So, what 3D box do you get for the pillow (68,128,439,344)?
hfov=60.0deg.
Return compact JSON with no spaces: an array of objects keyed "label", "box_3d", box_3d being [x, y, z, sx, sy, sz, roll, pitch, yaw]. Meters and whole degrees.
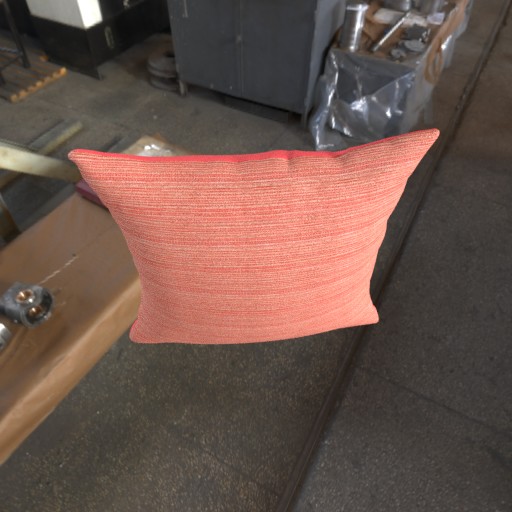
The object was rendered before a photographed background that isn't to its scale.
[{"label":"pillow","box_3d":[0.000,0.000,0.815,0.559,0.501,0.229,-4,48,-3]}]
